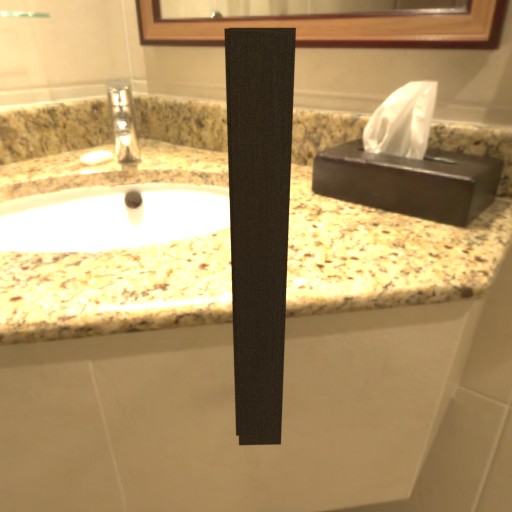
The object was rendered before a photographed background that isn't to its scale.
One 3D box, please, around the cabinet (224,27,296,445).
[{"bbox_3d":[0.000,0.000,1.960,0.230,1.790,0.500,-1,27,-1],"label":"cabinet"}]
